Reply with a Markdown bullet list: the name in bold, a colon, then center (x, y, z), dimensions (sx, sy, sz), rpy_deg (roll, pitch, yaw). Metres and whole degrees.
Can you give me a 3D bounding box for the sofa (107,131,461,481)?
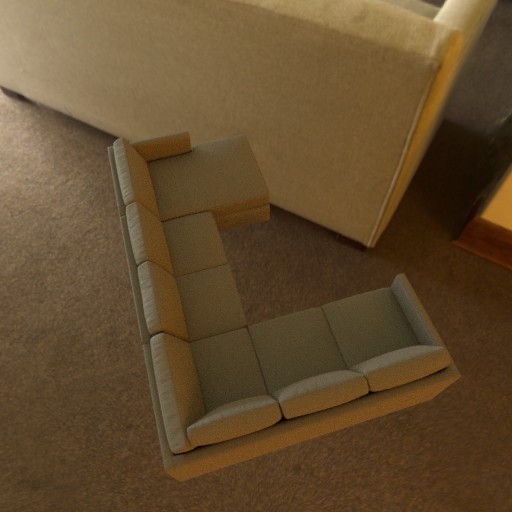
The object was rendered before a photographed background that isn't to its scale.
- **sofa**: center (0.000, 0.000, 4.459), dimensions (2.427, 0.882, 3.460), rpy_deg (-15, 59, -9)
